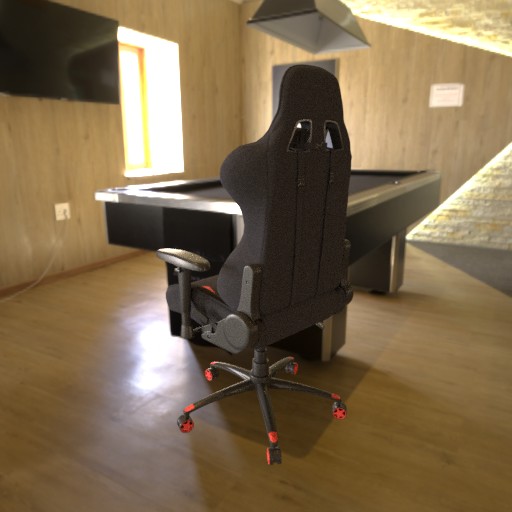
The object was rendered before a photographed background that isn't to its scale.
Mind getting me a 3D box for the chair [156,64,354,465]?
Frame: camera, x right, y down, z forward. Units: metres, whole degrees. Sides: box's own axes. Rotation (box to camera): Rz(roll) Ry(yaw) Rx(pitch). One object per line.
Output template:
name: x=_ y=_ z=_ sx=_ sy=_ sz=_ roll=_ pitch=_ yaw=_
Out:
chair: x=0.000 y=0.000 z=1.729 sx=0.695 sy=1.326 sz=0.658 roll=-14 pitch=20 yaw=-42
